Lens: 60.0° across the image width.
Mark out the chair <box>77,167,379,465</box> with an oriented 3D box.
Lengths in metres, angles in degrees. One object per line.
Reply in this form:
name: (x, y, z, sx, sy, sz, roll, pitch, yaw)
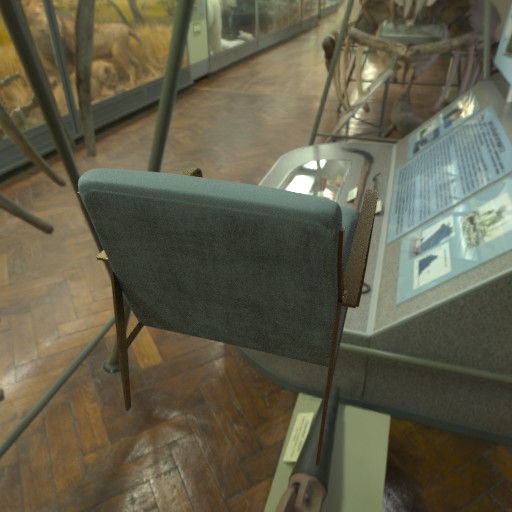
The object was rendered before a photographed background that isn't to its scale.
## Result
chair: (0.000, 0.000, 1.462, 0.701, 0.824, 0.842, 10, 33, 15)
